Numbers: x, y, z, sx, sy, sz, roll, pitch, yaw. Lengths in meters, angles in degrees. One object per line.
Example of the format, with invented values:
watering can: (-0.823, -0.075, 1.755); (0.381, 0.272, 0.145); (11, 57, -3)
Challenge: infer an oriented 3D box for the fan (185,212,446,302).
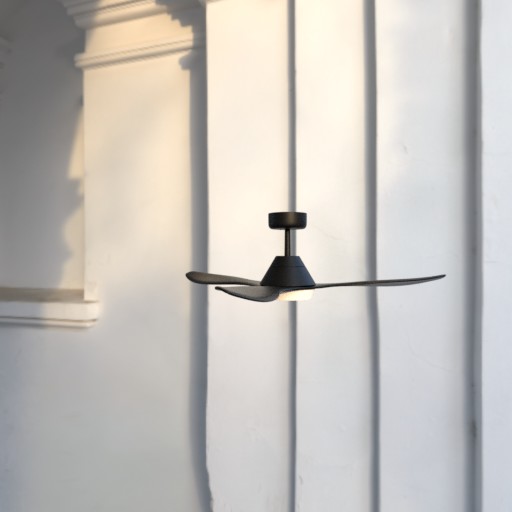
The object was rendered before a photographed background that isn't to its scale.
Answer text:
fan: (0.000, 0.000, 1.607); (1.067, 0.305, 1.067); (0, 0, 36)
